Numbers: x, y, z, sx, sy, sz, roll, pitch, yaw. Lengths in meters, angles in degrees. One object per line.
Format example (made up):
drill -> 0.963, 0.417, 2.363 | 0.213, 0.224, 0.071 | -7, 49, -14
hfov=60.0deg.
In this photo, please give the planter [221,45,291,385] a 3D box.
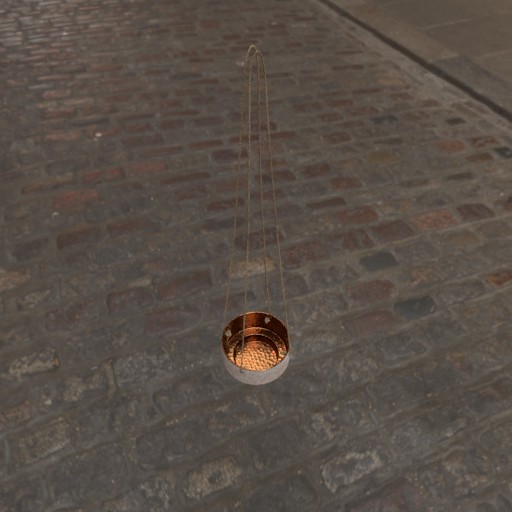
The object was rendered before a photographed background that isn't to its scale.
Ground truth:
planter -> 0.000, 0.000, 1.132 | 0.223, 1.030, 0.223 | -17, 49, -15
